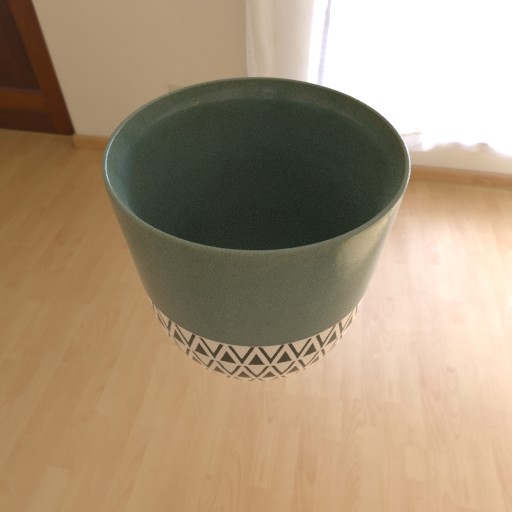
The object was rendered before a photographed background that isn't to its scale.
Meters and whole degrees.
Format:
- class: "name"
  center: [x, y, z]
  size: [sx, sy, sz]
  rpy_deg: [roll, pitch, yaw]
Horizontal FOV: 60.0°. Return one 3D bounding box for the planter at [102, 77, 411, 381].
- class: "planter"
  center: [0.000, 0.000, 0.369]
  size: [0.198, 0.214, 0.198]
  rpy_deg: [0, 47, 0]
